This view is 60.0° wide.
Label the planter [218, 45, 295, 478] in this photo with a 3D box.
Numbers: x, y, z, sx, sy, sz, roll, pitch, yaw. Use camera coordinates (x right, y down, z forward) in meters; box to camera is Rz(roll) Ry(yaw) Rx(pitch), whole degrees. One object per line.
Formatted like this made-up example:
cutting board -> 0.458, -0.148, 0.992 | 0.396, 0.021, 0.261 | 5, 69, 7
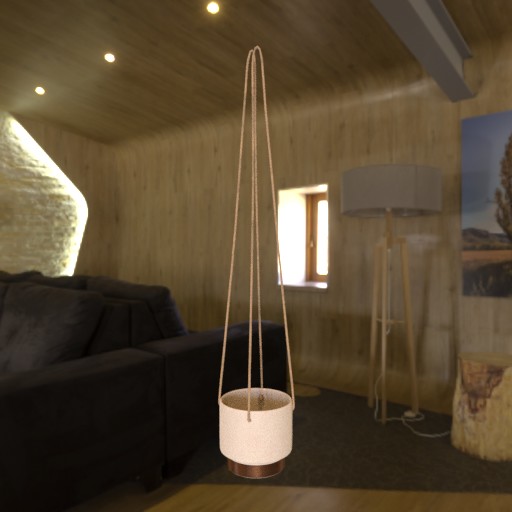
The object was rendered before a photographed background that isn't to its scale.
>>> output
planter -> 0.000, 0.000, 0.893 | 0.146, 0.841, 0.146 | 0, 0, -35
